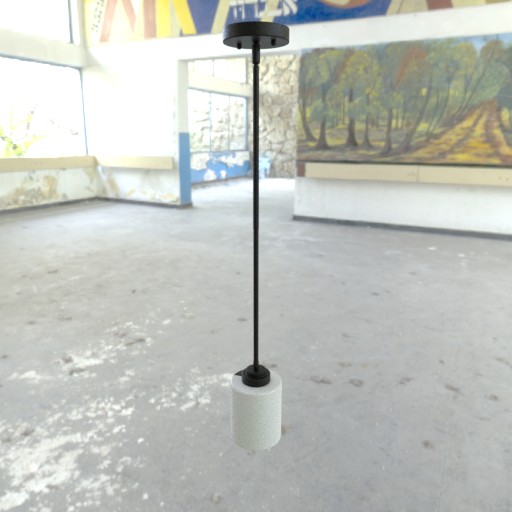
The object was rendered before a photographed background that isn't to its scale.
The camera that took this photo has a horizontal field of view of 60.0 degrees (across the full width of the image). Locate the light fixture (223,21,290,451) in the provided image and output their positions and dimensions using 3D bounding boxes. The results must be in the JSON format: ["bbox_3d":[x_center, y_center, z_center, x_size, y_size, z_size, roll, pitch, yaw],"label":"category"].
[{"bbox_3d":[0.000,0.000,0.928,0.123,0.863,0.123,7,17,26],"label":"light fixture"}]
